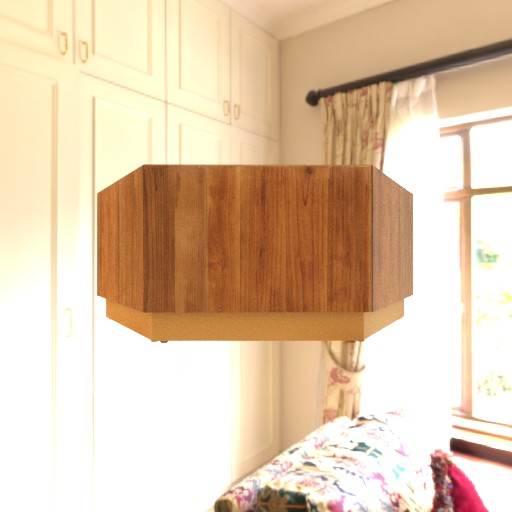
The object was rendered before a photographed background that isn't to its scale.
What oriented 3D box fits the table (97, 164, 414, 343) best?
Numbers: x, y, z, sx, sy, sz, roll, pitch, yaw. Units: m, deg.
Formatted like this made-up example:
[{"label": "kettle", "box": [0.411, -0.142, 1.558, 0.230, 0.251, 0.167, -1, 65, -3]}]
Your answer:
[{"label": "table", "box": [0.000, 0.000, 1.615, 1.154, 0.456, 1.000, 0, 0, -1]}]
